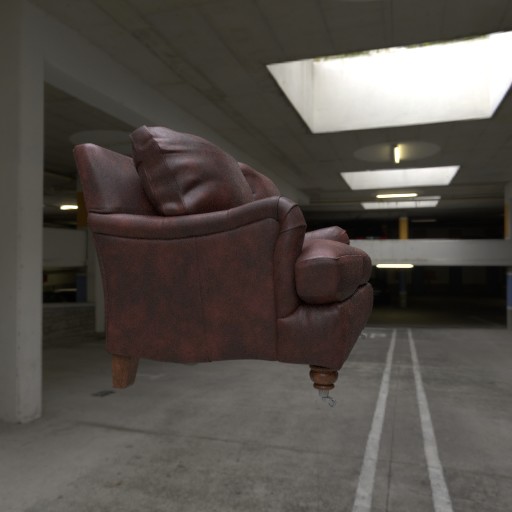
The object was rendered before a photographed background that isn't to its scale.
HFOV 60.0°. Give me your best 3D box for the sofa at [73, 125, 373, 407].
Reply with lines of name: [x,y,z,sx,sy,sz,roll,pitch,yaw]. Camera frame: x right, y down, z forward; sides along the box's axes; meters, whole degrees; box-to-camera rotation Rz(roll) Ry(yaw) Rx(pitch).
sofa: [0.000,0.000,2.377,1.148,1.070,1.628,0,-1,18]
